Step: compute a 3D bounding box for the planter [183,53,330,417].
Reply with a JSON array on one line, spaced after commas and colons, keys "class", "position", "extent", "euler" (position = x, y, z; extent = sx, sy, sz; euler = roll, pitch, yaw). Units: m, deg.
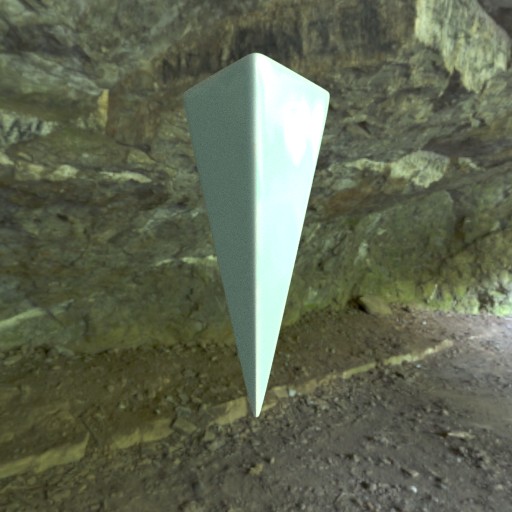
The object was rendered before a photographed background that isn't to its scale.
[{"class": "planter", "position": [0.000, 0.000, 0.214], "extent": [0.080, 0.178, 0.064], "euler": [0, 0, 0]}]
